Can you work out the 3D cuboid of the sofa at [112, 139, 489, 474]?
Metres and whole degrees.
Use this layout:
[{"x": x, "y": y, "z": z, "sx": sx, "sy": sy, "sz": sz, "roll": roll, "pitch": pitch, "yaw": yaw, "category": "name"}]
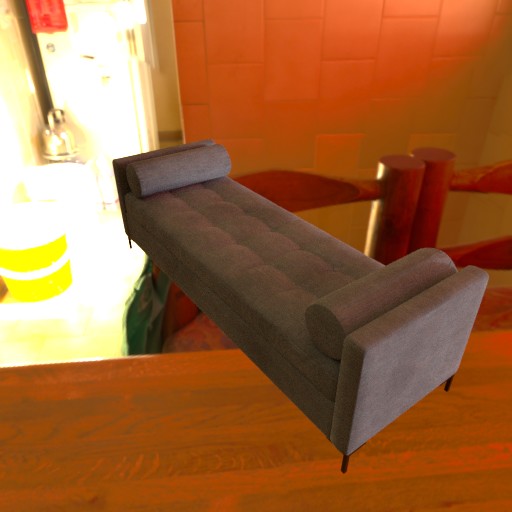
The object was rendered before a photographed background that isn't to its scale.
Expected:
[{"x": 0.000, "y": 0.000, "z": 2.279, "sx": 0.686, "sy": 0.635, "sz": 1.981, "roll": -21, "pitch": 38, "yaw": -30, "category": "sofa"}]
